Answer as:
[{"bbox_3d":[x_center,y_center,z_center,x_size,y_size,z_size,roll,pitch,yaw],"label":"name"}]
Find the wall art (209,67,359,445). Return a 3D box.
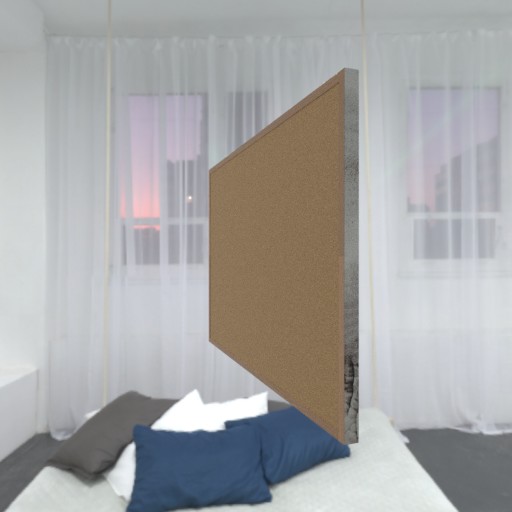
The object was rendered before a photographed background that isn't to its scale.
[{"bbox_3d":[0.000,0.000,1.431,0.035,0.758,1.141,0,0,-20],"label":"wall art"}]
